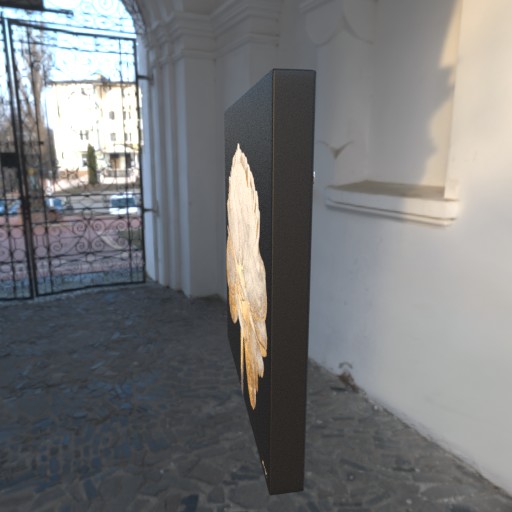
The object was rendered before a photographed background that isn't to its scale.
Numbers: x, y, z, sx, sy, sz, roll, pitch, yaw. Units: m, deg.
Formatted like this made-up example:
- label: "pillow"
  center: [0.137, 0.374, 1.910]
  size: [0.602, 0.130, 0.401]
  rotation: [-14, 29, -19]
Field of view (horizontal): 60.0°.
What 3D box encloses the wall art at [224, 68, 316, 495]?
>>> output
- label: "wall art"
  center: [0.000, 0.000, 0.600]
  size: [0.041, 0.407, 0.406]
  rotation: [-2, 13, -9]
